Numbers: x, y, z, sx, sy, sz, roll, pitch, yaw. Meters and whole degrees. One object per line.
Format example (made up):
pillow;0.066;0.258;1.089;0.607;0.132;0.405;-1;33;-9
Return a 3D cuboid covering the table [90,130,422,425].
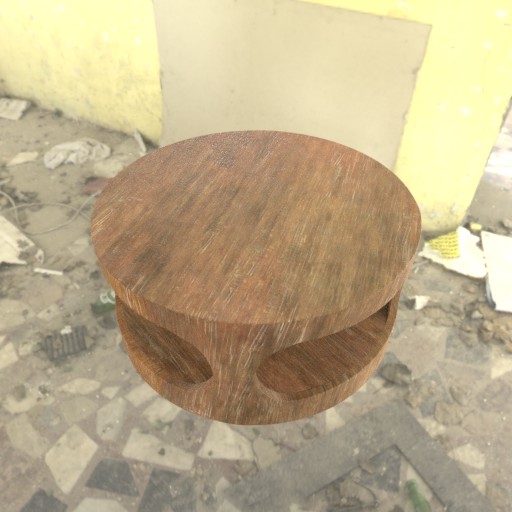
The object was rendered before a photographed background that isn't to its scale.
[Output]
table;0.000;0.000;1.501;0.974;0.450;0.974;0;41;0
